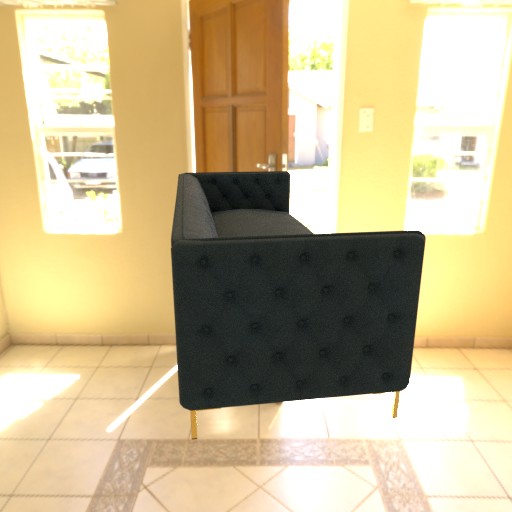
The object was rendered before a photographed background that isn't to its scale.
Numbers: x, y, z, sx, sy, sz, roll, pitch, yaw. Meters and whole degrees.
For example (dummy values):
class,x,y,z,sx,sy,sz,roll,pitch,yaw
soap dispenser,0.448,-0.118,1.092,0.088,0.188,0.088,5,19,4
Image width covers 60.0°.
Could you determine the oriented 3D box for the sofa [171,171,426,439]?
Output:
class,x,y,z,sx,sy,sz,roll,pitch,yaw
sofa,0.000,0.000,2.593,0.895,0.771,2.209,-3,17,-8
